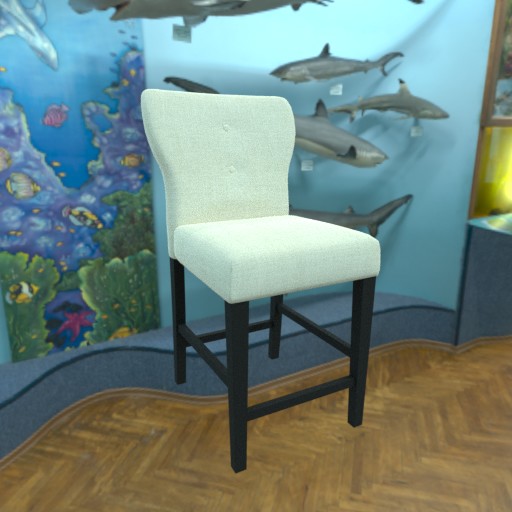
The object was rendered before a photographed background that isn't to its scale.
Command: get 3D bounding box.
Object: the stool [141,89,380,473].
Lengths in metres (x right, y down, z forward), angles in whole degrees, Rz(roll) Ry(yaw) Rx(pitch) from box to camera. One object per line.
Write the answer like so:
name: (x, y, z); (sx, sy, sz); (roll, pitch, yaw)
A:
stool: (0.000, 0.000, 1.338); (0.514, 0.972, 0.603); (-8, 17, -27)
